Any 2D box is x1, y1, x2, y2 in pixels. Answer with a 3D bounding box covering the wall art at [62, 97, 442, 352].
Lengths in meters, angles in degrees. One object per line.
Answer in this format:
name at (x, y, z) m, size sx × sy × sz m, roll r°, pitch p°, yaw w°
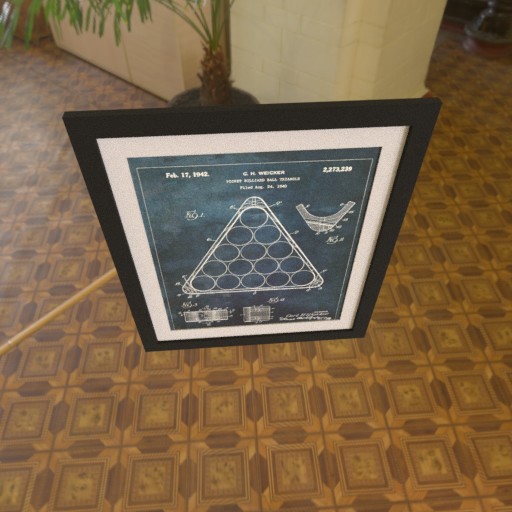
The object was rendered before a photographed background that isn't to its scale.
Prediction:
wall art at (0.000, 0.000, 0.497) m, size 0.311 × 0.361 × 0.010 m, roll -3°, pitch 48°, yaw -3°
